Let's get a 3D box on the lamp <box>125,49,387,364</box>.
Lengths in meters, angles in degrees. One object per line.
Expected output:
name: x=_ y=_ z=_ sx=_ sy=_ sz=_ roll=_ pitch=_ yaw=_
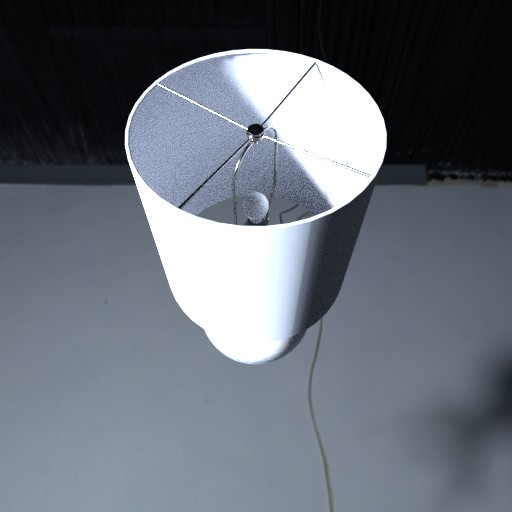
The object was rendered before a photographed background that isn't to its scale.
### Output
lamp: x=0.000 y=0.000 z=0.540 sx=0.216 sy=0.404 sz=0.216 roll=2 pitch=57 yaw=1
